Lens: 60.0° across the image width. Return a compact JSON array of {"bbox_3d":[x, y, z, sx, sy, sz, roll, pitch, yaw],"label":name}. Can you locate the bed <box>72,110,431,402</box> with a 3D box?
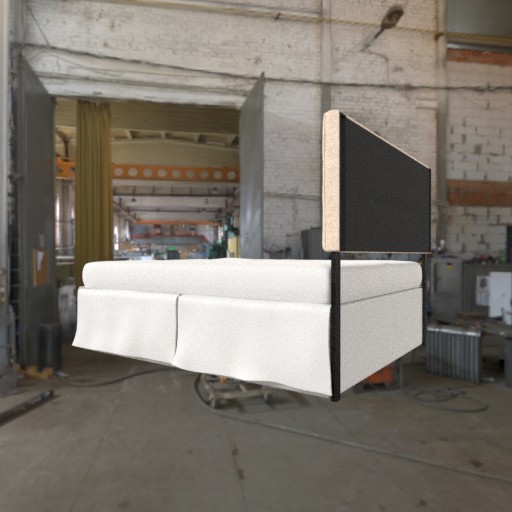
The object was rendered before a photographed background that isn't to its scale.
[{"bbox_3d":[0.000,0.000,3.110,1.978,1.270,1.643,0,0,35],"label":"bed"}]
